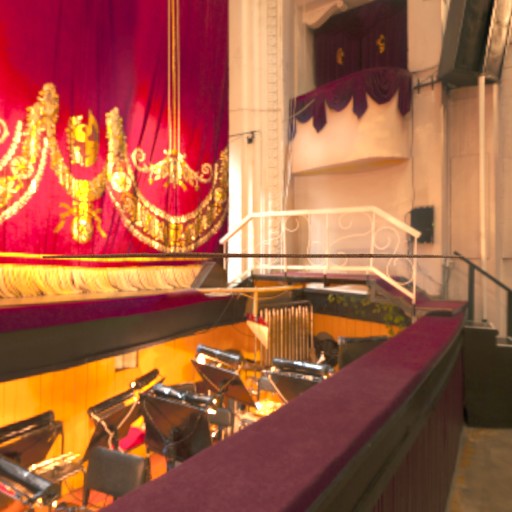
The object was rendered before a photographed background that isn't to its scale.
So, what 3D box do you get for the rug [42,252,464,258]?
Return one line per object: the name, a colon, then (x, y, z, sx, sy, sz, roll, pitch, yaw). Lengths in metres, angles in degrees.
rug: (0.000, 0.000, 4.960, 3.778, 0.053, 2.873, 0, 0, 35)
